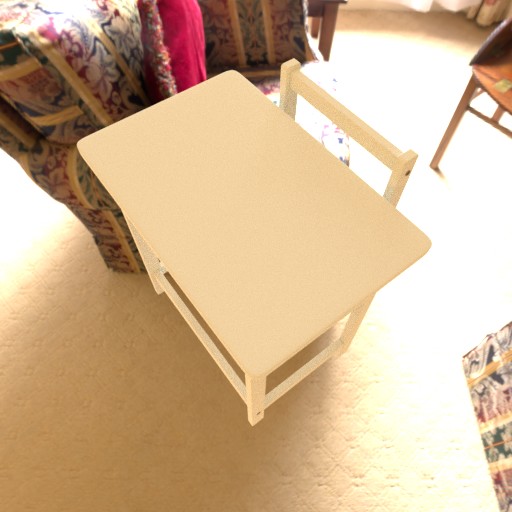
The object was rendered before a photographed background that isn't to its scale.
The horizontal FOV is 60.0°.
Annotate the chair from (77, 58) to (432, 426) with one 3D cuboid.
[{"bbox_3d":[0.000,0.000,1.060,0.461,0.673,0.599,-33,64,-18],"label":"chair"}]
